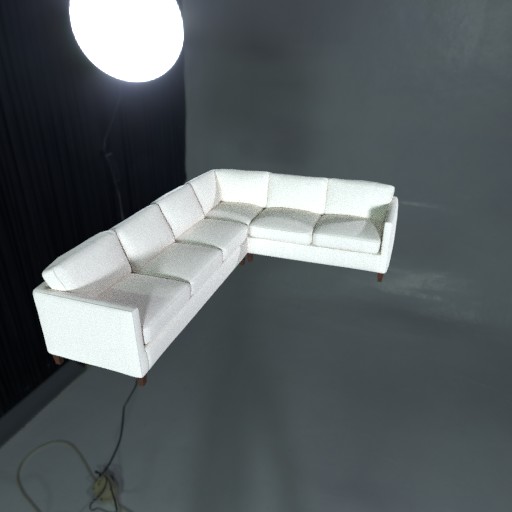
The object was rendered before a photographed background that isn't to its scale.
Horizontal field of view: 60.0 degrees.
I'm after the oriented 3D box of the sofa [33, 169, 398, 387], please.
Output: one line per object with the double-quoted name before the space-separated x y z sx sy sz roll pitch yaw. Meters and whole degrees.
"sofa" 0.000 0.000 4.504 2.593 0.947 3.302 9 27 17
